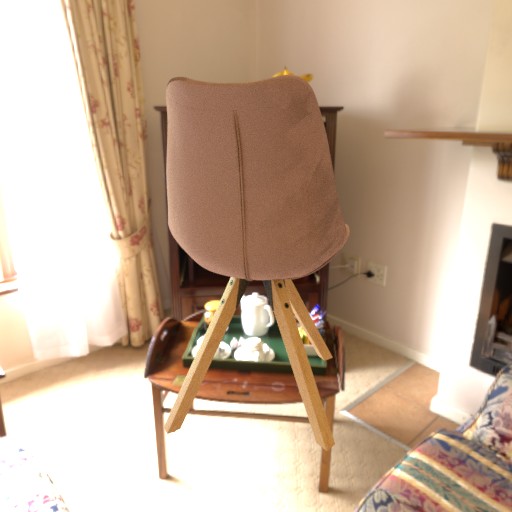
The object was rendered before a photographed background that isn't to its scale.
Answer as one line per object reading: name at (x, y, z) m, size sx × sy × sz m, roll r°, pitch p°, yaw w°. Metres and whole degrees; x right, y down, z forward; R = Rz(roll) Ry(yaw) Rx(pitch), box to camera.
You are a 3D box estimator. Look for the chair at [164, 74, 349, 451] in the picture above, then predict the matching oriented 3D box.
chair at (0.000, 0.000, 1.177) m, size 0.485 × 0.850 × 0.550 m, roll 3°, pitch 18°, yaw 8°
